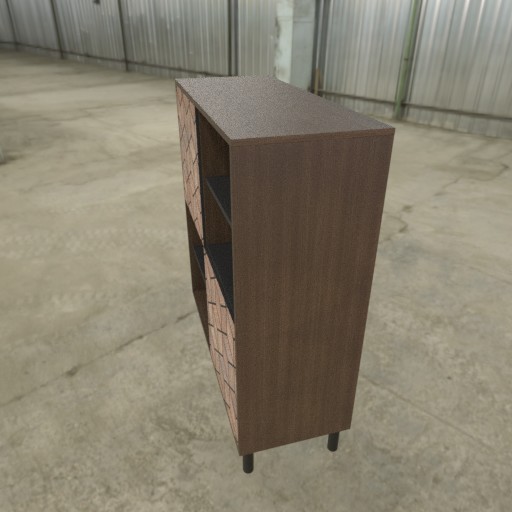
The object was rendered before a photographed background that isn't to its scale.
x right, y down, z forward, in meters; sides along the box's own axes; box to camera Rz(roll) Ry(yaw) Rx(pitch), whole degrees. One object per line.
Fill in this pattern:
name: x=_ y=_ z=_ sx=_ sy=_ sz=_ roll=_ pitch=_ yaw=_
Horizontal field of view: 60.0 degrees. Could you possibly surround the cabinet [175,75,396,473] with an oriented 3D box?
cabinet: x=0.000 y=0.000 z=1.708 sx=0.400 sy=1.170 sz=1.010 roll=-8 pitch=30 yaw=-14
